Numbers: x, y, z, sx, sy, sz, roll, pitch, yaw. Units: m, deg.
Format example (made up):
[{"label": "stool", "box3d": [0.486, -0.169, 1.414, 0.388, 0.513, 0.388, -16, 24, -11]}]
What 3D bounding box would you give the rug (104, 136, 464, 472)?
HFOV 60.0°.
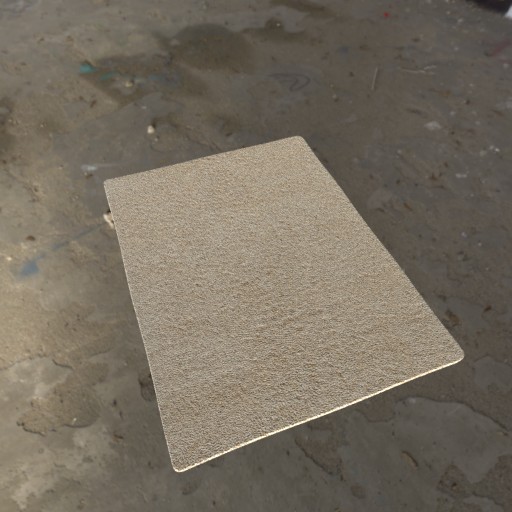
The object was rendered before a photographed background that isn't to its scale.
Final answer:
[{"label": "rug", "box3d": [0.000, 0.000, 2.116, 1.200, 0.027, 1.600, -16, 52, -13]}]
